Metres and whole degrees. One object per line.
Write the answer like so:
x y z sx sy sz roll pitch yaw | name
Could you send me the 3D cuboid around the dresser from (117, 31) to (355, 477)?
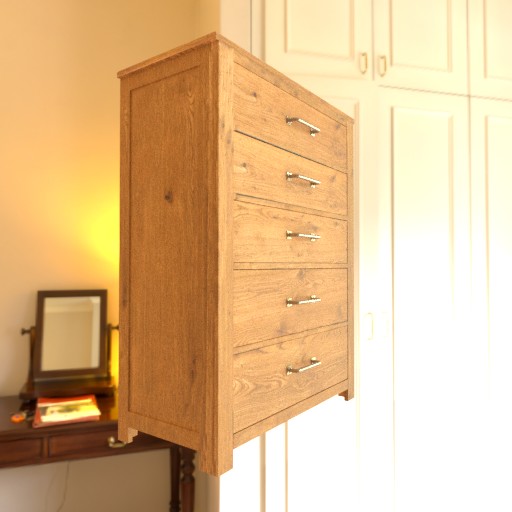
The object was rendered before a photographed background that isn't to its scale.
0.000 0.000 1.987 0.558 1.431 1.081 -1 -1 37 | dresser
